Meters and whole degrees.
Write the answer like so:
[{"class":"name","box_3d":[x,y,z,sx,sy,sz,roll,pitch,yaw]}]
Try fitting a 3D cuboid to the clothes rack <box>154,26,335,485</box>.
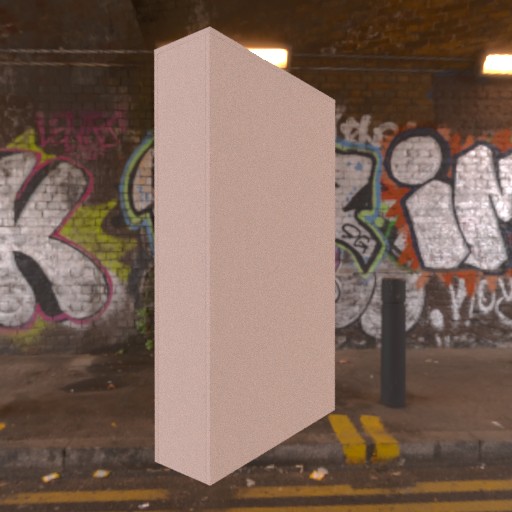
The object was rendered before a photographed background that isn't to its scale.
[{"class":"clothes rack","box_3d":[0.000,0.000,1.609,0.250,1.280,0.750,0,1,37]}]
